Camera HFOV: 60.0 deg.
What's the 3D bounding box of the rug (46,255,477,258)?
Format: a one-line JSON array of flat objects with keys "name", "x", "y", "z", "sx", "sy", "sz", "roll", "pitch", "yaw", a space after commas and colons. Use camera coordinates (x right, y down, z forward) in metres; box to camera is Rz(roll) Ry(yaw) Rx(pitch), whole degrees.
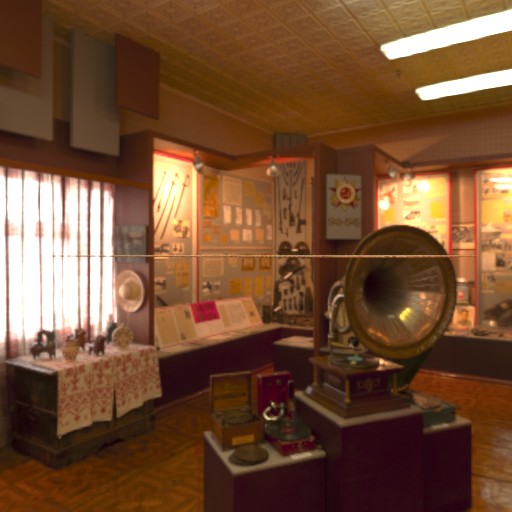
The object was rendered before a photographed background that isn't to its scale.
[{"name": "rug", "x": 0.000, "y": 0.000, "z": 2.940, "sx": 2.428, "sy": 0.007, "sz": 1.519, "roll": 0, "pitch": 0, "yaw": 35}]
